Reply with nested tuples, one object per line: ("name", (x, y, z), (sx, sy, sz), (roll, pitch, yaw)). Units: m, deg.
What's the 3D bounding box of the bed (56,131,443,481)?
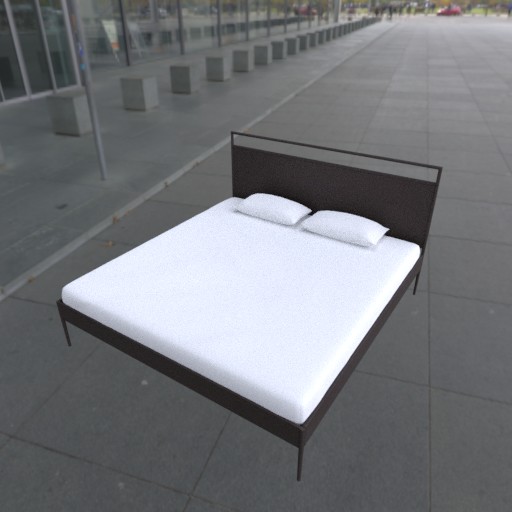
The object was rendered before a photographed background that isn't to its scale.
("bed", (0.000, 0.000, 3.361), (1.993, 1.173, 2.151), (18, 34, 29))
